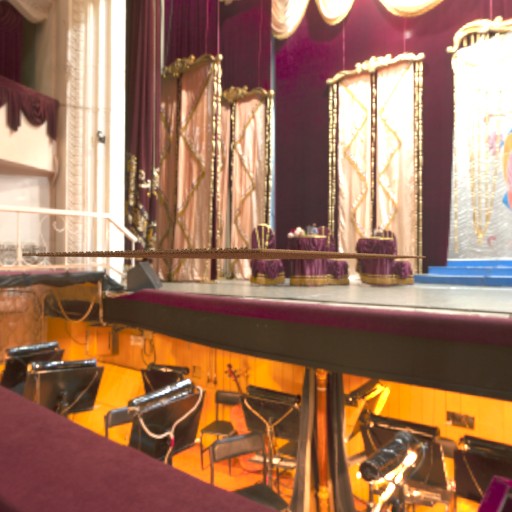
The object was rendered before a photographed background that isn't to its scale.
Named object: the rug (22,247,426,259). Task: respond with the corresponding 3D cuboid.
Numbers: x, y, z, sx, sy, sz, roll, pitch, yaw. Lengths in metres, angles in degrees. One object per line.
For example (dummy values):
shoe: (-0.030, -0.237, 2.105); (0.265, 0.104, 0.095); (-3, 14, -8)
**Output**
rug: (0.000, 0.000, 2.276); (1.223, 0.015, 1.771); (-1, -1, 36)
